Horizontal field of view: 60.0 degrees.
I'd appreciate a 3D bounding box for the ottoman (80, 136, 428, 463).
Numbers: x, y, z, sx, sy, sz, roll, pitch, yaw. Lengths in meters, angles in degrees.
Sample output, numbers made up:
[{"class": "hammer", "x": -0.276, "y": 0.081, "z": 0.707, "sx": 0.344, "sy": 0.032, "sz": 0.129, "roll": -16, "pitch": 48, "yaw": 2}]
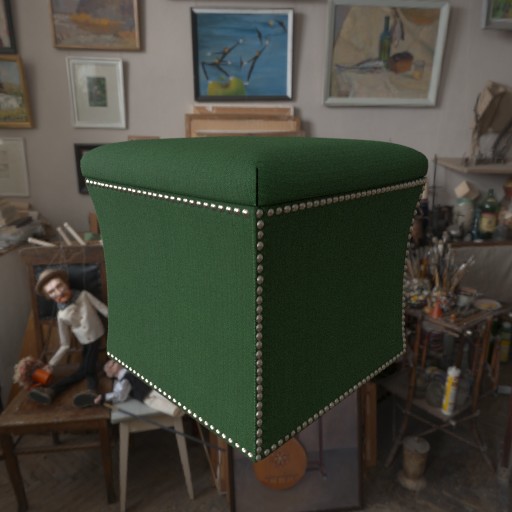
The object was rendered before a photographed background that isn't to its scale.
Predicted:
[{"class": "ottoman", "x": 0.000, "y": 0.000, "z": 0.913, "sx": 0.497, "sy": 0.475, "sz": 0.507, "roll": 16, "pitch": 23, "yaw": 42}]
